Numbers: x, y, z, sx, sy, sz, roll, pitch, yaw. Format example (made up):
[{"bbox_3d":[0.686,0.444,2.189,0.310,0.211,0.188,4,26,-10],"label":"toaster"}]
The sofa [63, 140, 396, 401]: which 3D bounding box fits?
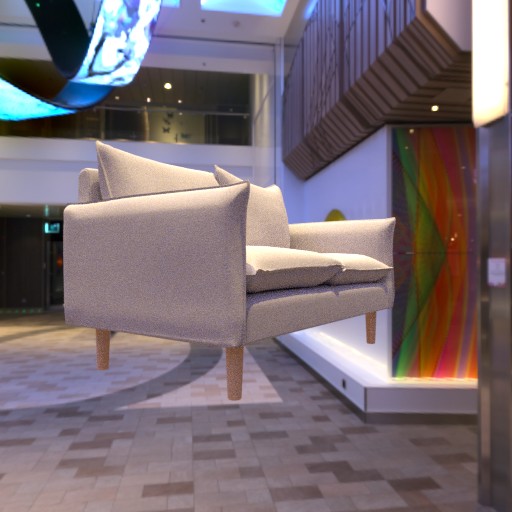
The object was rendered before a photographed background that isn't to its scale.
[{"bbox_3d":[0.000,0.000,1.884,0.820,0.840,1.300,-1,-1,35],"label":"sofa"}]
